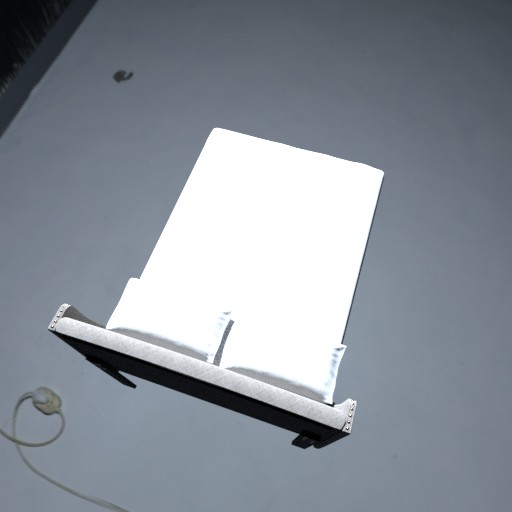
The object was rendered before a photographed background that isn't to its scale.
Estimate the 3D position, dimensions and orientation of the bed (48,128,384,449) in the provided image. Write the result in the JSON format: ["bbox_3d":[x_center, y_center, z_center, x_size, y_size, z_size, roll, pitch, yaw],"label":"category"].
[{"bbox_3d":[0.000,0.000,3.333,1.710,1.407,2.237,17,65,8],"label":"bed"}]
